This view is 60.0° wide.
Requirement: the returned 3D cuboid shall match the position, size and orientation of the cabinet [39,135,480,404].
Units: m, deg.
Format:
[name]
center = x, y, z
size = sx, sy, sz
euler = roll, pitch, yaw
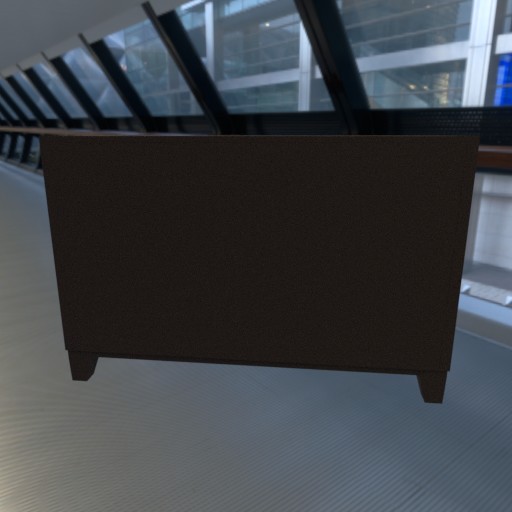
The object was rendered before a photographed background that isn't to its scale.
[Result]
[cabinet]
center = 0.000, 0.000, 1.745
size = 1.396, 0.914, 0.482
euler = 2, 15, 6
